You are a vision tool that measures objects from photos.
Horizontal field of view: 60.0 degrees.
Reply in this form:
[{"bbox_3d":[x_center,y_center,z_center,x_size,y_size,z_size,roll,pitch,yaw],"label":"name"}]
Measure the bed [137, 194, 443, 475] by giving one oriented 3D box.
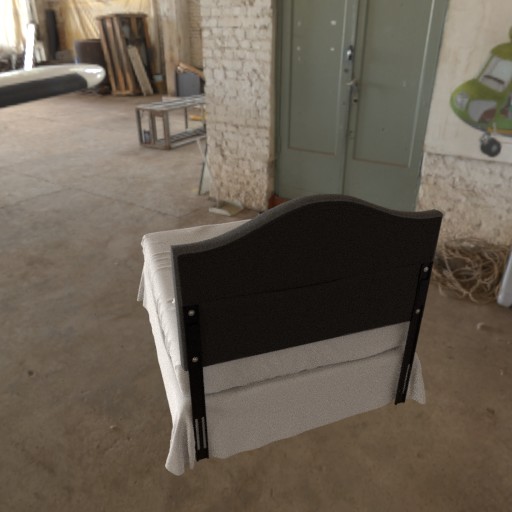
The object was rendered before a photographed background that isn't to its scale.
[{"bbox_3d":[0.000,0.000,3.492,1.876,1.645,2.221,-9,28,-17],"label":"bed"}]
